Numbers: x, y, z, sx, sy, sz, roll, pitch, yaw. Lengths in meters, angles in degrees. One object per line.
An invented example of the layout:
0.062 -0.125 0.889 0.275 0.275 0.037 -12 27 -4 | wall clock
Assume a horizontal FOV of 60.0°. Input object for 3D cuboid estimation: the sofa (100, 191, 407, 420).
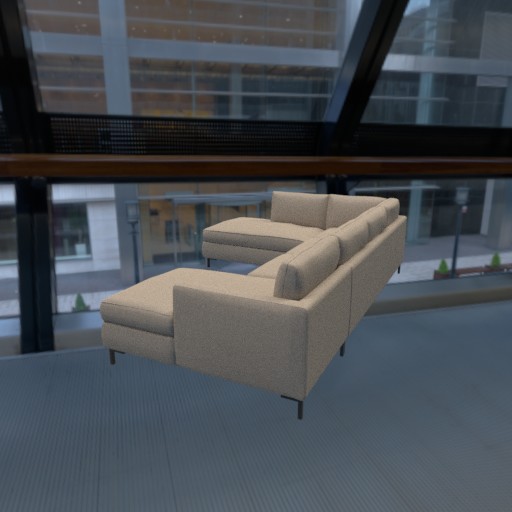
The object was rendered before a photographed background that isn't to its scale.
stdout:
0.000 0.000 3.529 1.879 0.756 2.737 7 16 26 | sofa
